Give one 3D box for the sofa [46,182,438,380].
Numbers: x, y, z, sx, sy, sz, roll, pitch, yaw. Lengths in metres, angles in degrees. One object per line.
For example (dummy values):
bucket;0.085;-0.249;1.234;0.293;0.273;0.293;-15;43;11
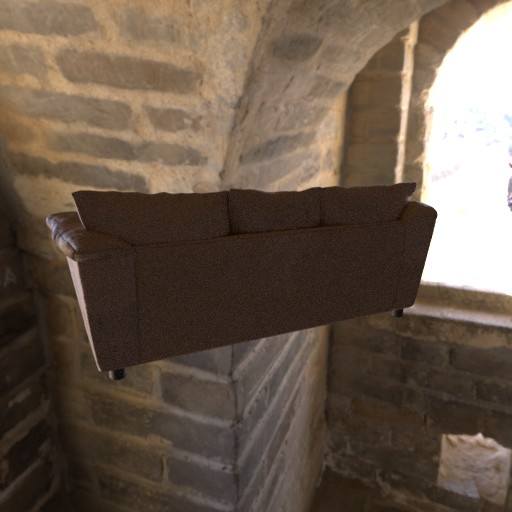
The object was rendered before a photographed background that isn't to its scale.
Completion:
sofa;0.000;0.000;2.851;2.377;0.981;0.893;-7;16;-26
